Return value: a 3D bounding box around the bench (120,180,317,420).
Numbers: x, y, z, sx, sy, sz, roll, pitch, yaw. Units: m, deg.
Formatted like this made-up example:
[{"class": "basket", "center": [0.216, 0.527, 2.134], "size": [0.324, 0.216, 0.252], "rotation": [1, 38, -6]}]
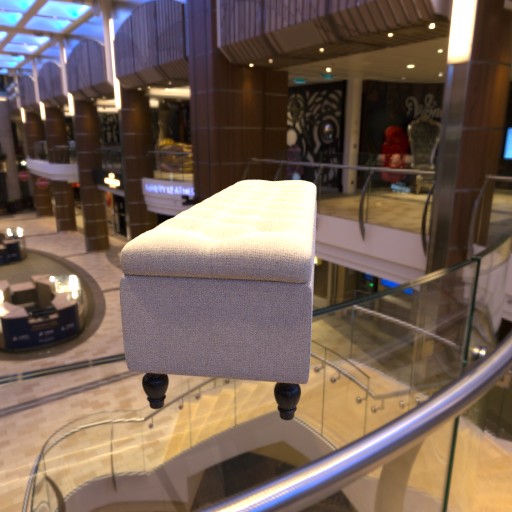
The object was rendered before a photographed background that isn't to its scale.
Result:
[{"class": "bench", "center": [0.000, 0.000, 1.733], "size": [0.455, 0.467, 1.480], "rotation": [2, 15, 8]}]
